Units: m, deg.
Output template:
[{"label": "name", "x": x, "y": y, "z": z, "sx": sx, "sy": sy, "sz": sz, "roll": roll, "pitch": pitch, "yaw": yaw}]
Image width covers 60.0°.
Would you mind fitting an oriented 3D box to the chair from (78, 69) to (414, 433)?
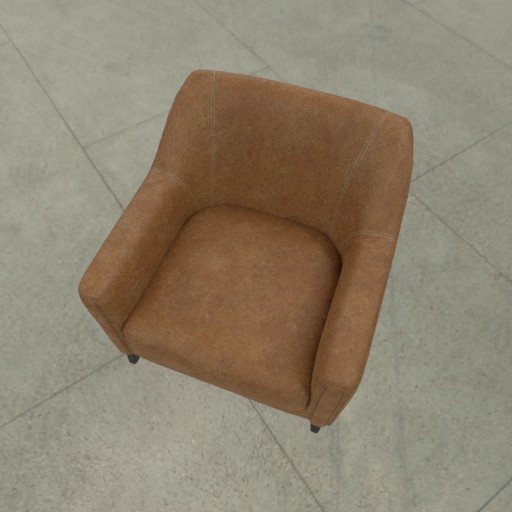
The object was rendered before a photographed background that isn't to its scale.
[{"label": "chair", "x": 0.000, "y": 0.000, "z": 1.842, "sx": 1.037, "sy": 0.980, "sz": 1.034, "roll": 17, "pitch": 60, "yaw": 11}]
